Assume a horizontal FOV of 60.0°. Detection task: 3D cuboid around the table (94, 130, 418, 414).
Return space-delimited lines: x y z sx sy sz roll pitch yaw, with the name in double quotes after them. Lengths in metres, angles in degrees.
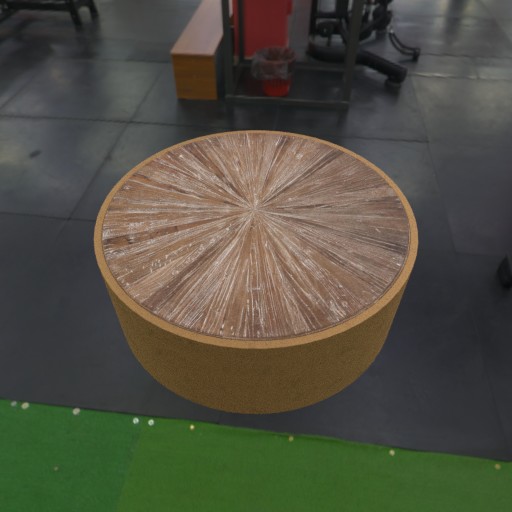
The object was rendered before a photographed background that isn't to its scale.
0.000 0.000 1.554 1.001 0.409 1.001 0 46 0 "table"
